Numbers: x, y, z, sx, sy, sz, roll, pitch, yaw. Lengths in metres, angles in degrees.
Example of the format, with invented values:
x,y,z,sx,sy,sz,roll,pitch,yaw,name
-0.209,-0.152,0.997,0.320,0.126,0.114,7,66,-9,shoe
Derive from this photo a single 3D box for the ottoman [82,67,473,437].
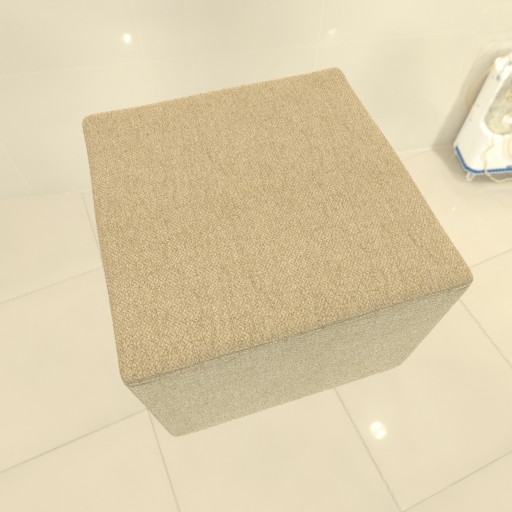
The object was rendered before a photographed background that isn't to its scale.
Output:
x,y,z,sx,sy,sz,roll,pitch,yaw,name
0.000,0.000,0.862,0.508,0.432,0.508,-15,59,-9,ottoman
